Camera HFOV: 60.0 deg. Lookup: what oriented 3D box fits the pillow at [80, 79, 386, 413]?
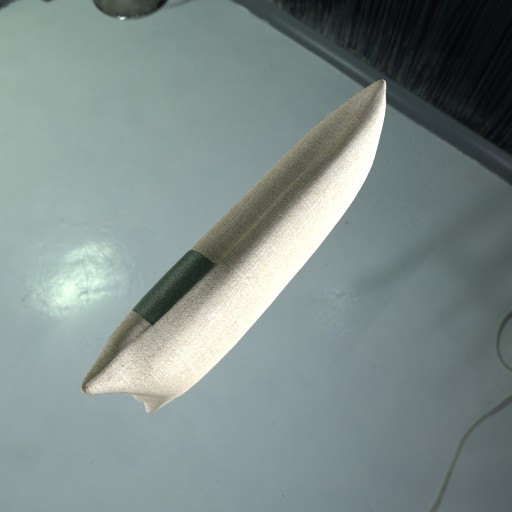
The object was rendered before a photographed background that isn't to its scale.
[{"bbox_3d":[0.000,0.000,1.021,0.197,0.429,0.859,37,70,16],"label":"pillow"}]
